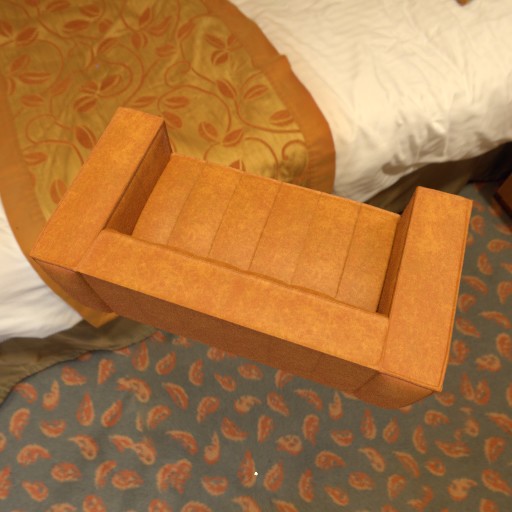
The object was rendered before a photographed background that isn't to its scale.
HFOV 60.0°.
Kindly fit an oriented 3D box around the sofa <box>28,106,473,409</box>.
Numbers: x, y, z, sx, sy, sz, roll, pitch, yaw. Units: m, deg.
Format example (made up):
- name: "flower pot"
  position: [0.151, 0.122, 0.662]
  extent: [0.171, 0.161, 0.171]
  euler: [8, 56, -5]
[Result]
- name: "sofa"
  position: [0.000, 0.000, 2.552]
  extent: [2.088, 0.703, 1.102]
  euler: [17, 65, 8]
